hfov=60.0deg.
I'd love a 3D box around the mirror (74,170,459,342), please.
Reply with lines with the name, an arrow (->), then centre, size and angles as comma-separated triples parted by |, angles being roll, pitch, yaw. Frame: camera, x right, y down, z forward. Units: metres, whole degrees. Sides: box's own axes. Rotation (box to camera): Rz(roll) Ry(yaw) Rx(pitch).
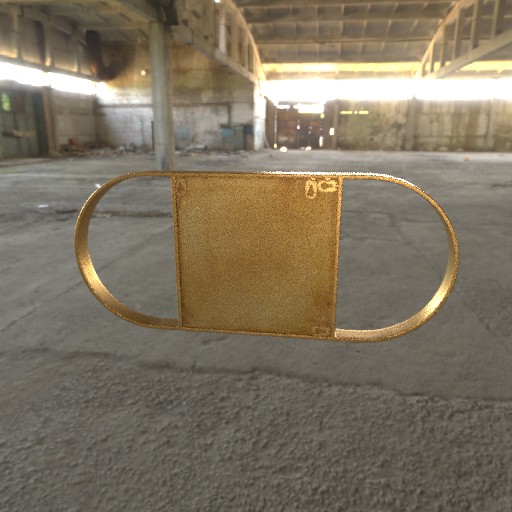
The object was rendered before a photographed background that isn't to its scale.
mirror -> 0.000, 0.000, 0.683 | 0.584, 0.254, 0.032 | 2, 16, 8
